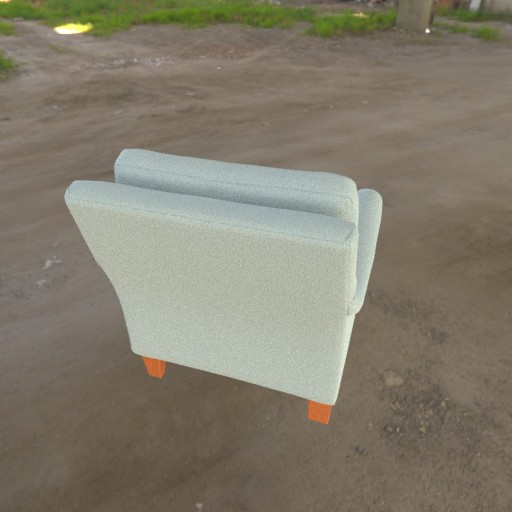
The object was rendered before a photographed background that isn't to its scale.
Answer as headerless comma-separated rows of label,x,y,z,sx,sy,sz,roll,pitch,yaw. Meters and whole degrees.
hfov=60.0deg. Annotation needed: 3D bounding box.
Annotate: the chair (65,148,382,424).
chair,0.000,0.000,1.877,0.955,1.038,1.070,10,35,15
